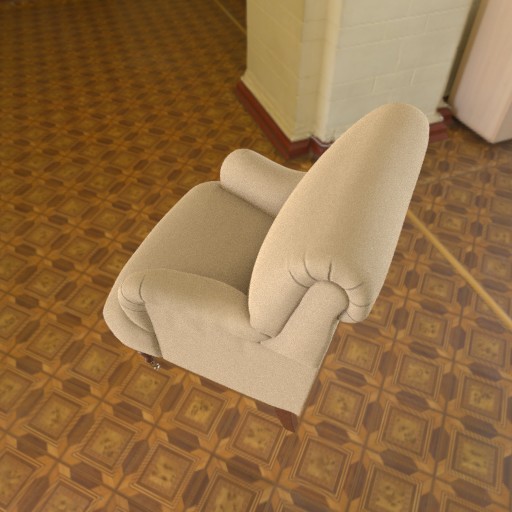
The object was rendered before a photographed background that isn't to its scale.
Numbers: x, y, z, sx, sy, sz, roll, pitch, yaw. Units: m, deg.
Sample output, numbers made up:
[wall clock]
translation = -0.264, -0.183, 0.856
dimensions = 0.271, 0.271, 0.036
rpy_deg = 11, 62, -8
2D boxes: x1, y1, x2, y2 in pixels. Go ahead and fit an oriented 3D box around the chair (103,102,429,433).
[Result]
[chair]
translation = 0.000, 0.000, 1.502
dimensions = 0.842, 0.942, 0.766
rpy_deg = 18, 50, 16
